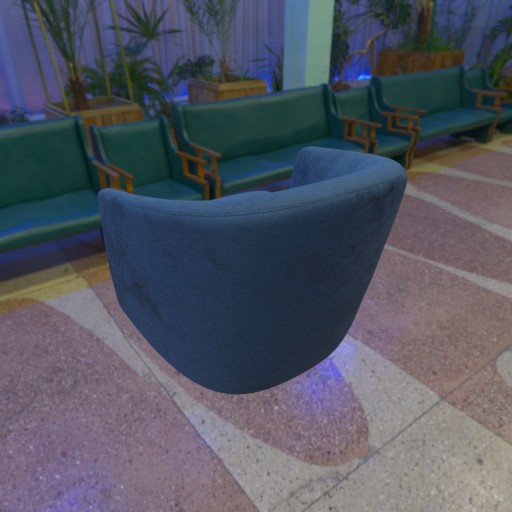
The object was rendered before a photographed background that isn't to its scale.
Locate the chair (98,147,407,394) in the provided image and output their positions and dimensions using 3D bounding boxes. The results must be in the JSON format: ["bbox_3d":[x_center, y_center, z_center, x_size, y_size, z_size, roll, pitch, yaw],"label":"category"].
[{"bbox_3d":[0.000,0.000,1.379,0.773,0.698,0.767,-19,35,-29],"label":"chair"}]
